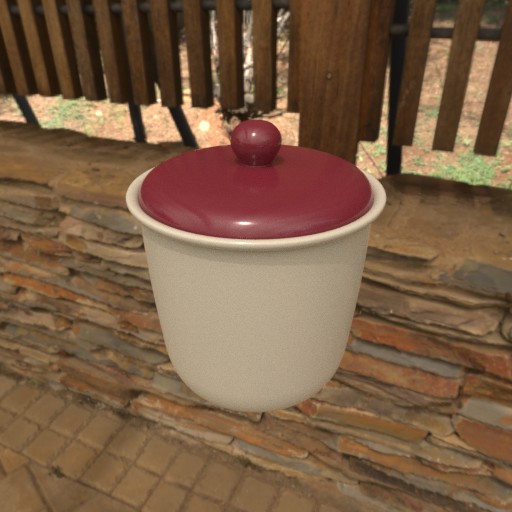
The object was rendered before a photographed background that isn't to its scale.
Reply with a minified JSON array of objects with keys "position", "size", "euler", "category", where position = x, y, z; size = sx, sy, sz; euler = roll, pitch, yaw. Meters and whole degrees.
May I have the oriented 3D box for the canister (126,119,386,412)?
[{"position":[0.000,0.000,0.347],"size":[0.182,0.208,0.182],"euler":[0,29,0],"category":"canister"}]
